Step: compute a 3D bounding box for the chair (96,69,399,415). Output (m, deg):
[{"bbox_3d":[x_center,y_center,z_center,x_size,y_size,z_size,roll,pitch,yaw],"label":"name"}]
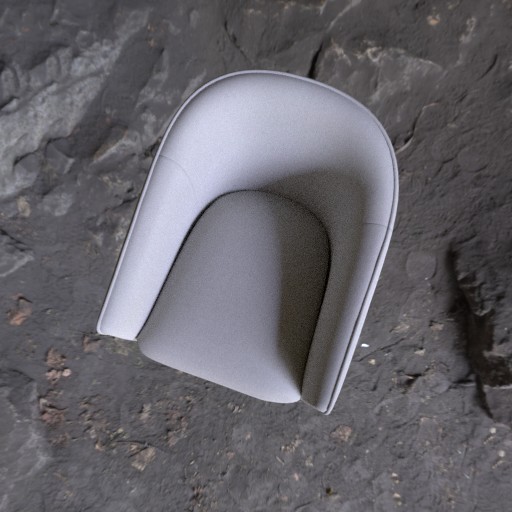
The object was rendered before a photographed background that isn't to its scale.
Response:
[{"bbox_3d":[0.000,0.000,1.496,0.747,0.799,0.875,18,77,5],"label":"chair"}]
